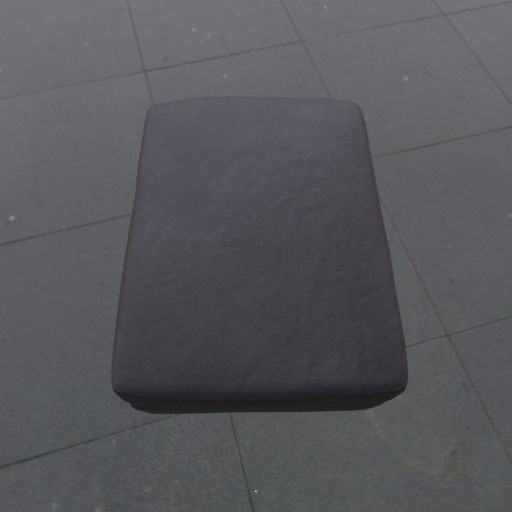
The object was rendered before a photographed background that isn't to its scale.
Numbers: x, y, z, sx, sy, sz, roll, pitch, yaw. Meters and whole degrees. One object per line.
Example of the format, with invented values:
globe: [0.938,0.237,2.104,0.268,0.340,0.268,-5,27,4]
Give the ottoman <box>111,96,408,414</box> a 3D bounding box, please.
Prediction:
ottoman: [0.000,0.000,1.285,0.659,0.529,0.887,-1,62,0]
